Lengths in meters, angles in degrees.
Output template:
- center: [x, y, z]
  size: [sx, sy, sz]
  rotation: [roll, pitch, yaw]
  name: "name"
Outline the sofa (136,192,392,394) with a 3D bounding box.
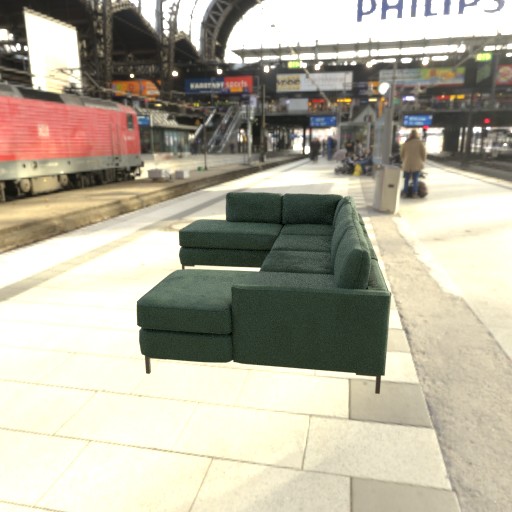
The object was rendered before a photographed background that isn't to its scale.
- center: [0.000, 0.000, 4.006]
  size: [1.992, 0.861, 2.994]
  rotation: [2, 15, 9]
  name: "sofa"
